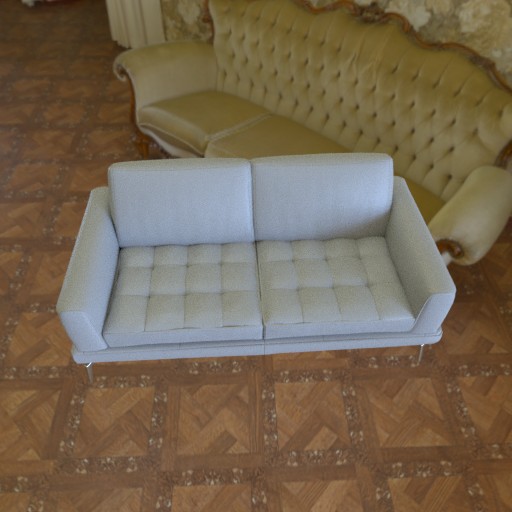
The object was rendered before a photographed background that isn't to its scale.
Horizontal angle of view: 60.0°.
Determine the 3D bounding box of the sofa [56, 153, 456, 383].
[{"bbox_3d":[0.000,0.000,2.770,2.177,0.930,1.121,-3,46,-2],"label":"sofa"}]
